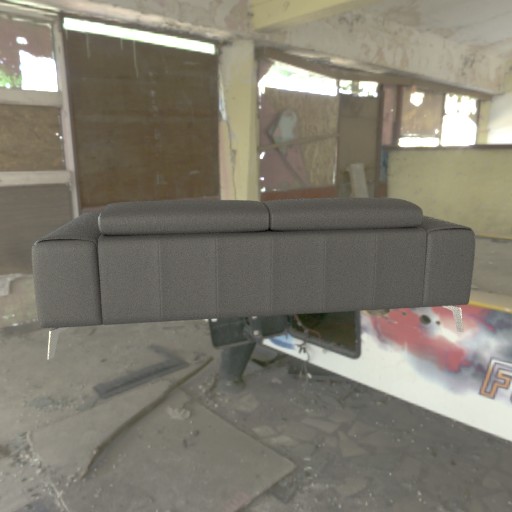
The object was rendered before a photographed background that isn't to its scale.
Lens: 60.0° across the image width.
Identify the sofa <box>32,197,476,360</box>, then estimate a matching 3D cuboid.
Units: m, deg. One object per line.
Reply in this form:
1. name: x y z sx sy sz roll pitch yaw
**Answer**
1. sofa: 0.000 0.000 2.780 2.321 0.759 1.023 -2 13 -9
